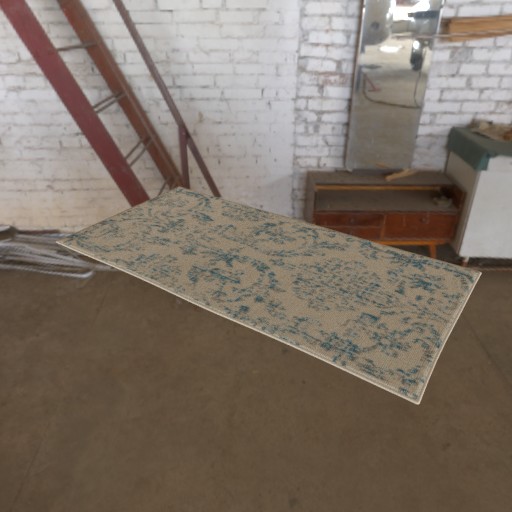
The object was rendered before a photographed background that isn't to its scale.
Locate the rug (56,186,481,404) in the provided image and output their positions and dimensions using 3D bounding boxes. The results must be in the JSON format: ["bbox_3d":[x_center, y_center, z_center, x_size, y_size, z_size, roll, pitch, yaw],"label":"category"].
[{"bbox_3d":[0.000,0.000,1.405,1.220,0.007,0.605,19,36,29],"label":"rug"}]
